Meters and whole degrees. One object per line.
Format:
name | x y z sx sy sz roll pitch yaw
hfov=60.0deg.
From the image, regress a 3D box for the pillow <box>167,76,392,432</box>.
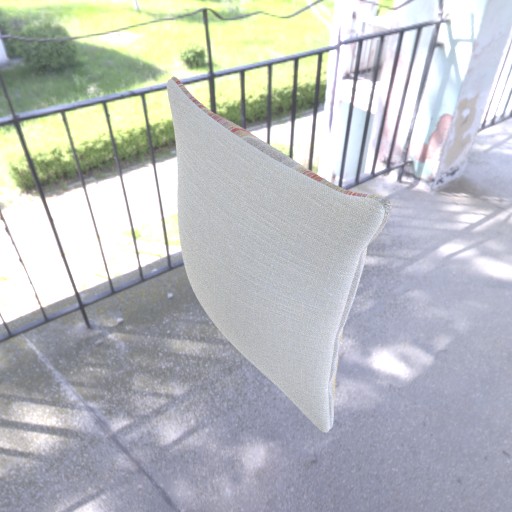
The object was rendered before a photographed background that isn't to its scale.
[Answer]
pillow | 0.000 0.000 0.705 0.191 0.449 0.451 -25 46 -26
